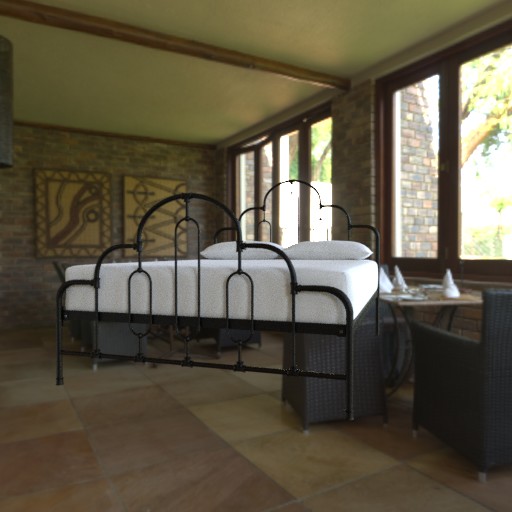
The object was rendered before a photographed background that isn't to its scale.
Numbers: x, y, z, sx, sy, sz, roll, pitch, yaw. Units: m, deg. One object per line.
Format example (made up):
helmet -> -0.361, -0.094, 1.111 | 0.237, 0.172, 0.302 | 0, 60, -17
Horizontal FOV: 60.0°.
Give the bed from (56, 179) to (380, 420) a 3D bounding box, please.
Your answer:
bed -> 0.000, 0.000, 3.217 | 1.626, 1.444, 2.181 | 0, 1, 19
